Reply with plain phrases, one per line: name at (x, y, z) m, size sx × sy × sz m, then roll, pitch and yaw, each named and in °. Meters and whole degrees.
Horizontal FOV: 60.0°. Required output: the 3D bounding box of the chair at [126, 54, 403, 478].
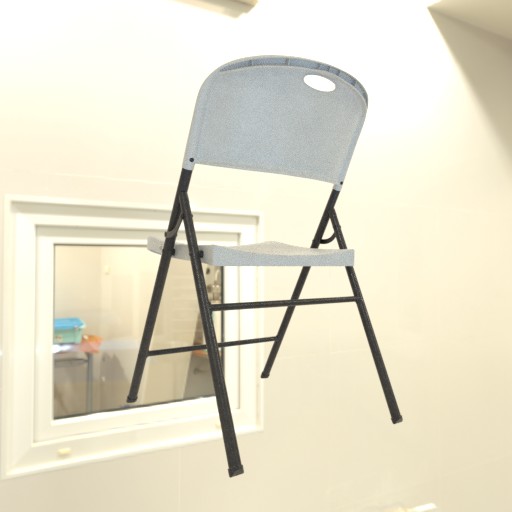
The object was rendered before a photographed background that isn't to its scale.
chair at (0.000, 0.000, 1.156) m, size 0.494 × 0.810 × 0.566 m, roll 1°, pitch -2°, yaw -35°
